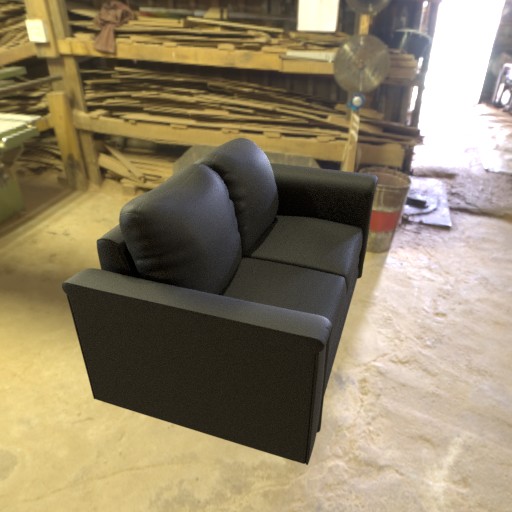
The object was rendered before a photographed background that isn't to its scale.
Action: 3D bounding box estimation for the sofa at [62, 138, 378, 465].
[{"bbox_3d":[0.000,0.000,1.993,0.887,0.845,1.386,10,32,17],"label":"sofa"}]
